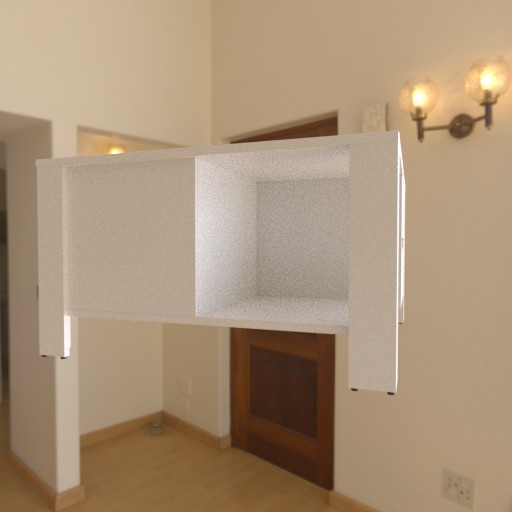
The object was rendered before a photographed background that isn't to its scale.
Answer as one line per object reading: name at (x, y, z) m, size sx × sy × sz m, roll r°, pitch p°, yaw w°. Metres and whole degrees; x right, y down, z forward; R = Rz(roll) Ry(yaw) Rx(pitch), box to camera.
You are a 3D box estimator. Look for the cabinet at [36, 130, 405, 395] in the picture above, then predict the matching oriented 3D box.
cabinet at (0.000, 0.000, 1.276) m, size 0.800 × 0.460 × 0.800 m, roll 1°, pitch 2°, yaw 19°
